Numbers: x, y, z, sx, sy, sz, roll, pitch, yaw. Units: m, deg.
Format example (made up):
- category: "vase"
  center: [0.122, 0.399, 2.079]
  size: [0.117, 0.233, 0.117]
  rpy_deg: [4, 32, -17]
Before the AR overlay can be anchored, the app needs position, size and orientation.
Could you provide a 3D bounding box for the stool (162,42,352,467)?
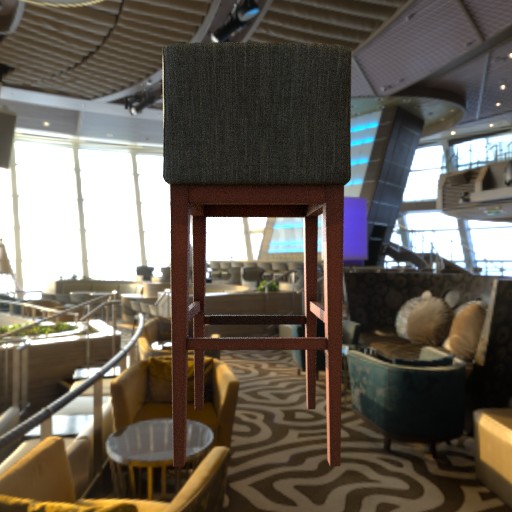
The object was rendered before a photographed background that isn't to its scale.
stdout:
- category: "stool"
  center: [0.000, 0.000, 1.214]
  size: [0.426, 0.965, 0.499]
  rpy_deg: [0, -1, -1]
